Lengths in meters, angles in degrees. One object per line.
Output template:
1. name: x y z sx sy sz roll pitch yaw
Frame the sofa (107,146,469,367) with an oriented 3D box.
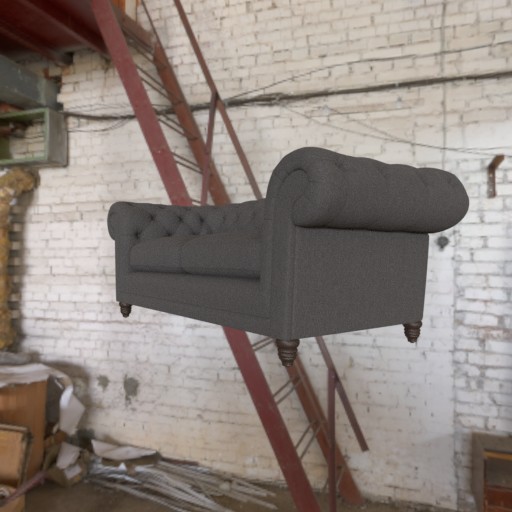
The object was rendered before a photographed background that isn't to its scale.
1. sofa: 0.000 0.000 2.399 0.986 0.764 1.998 0 0 -36
